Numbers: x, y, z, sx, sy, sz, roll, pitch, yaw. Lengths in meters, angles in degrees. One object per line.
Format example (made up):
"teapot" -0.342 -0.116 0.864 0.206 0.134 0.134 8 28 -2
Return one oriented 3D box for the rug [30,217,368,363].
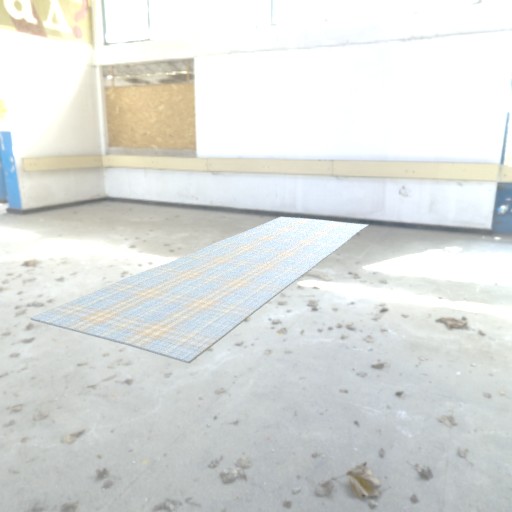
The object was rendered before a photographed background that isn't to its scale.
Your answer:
"rug" 0.000 0.000 2.631 0.762 0.013 2.439 8 17 26
